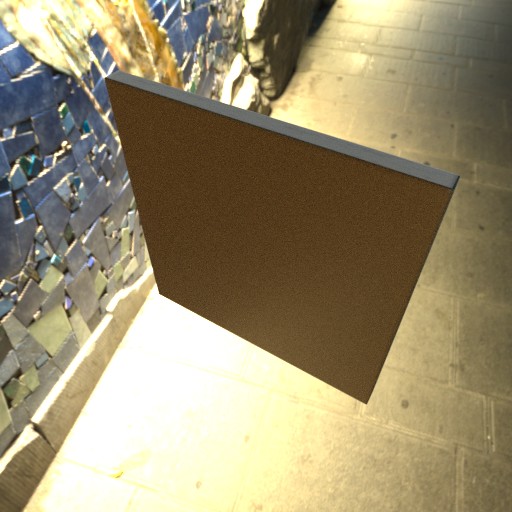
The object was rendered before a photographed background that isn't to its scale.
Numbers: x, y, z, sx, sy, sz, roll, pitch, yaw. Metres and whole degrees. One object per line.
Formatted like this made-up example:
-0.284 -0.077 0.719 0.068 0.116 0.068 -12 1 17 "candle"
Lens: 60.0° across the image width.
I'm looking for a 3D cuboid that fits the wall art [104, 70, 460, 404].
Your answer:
0.000 0.000 1.905 1.287 1.288 0.078 24 51 21 "wall art"
